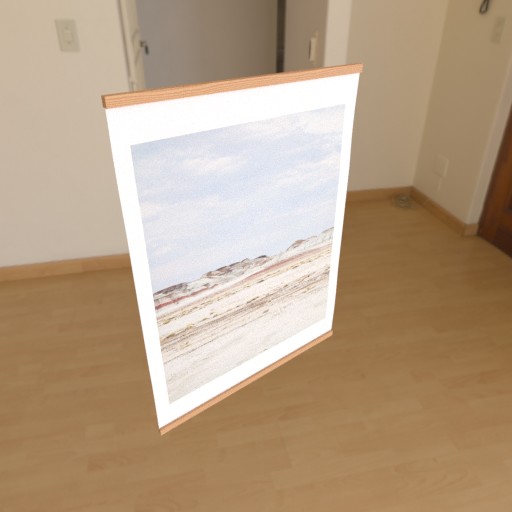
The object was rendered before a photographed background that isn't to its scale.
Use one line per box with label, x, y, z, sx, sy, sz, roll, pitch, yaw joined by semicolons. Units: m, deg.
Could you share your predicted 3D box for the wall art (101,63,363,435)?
wall art;0.000;0.000;0.798;0.458;0.605;0.011;-22;37;-32
